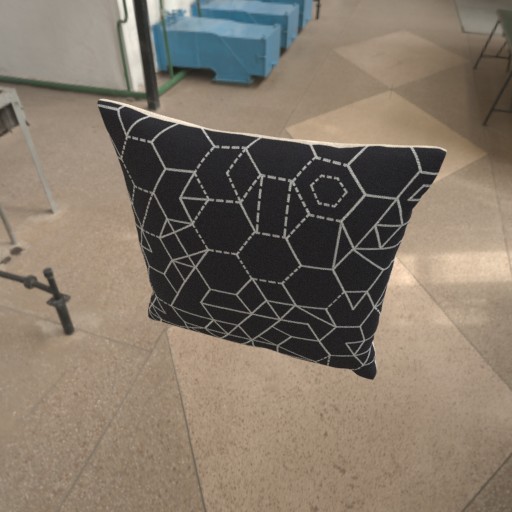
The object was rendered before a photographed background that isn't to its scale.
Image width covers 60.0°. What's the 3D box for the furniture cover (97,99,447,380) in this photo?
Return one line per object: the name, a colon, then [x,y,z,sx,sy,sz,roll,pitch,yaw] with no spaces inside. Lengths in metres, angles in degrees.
furniture cover: [0.000,0.000,0.794,0.517,0.508,0.158,12,42,13]
